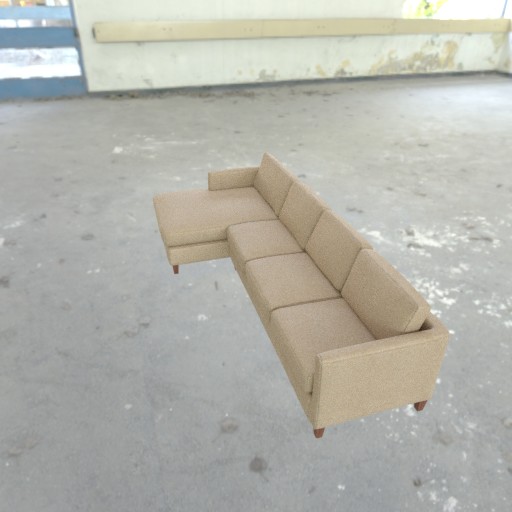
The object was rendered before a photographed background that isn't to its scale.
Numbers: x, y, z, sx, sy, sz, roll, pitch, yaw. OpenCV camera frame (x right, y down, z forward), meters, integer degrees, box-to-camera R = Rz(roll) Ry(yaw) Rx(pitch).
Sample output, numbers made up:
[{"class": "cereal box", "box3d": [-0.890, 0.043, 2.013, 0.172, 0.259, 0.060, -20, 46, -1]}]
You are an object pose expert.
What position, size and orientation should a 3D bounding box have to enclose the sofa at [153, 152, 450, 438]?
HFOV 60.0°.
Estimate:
[{"class": "sofa", "box3d": [0.000, 0.000, 3.855, 1.502, 0.876, 3.201, -9, 31, -14]}]
